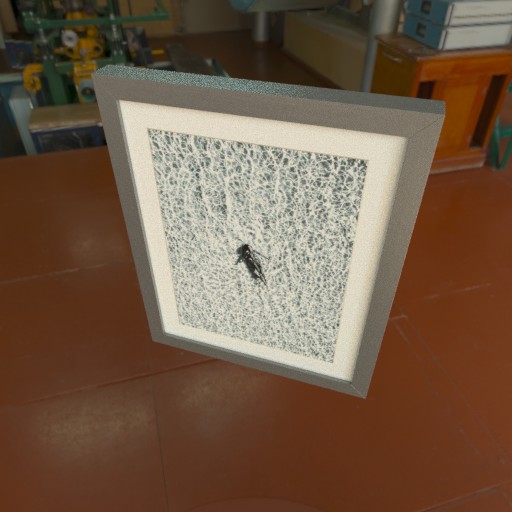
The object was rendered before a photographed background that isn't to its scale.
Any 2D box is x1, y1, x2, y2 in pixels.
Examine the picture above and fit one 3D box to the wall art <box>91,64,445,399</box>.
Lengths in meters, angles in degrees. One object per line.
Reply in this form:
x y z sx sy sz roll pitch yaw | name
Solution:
0.000 0.000 0.501 0.308 0.379 0.030 12 41 14 | wall art
